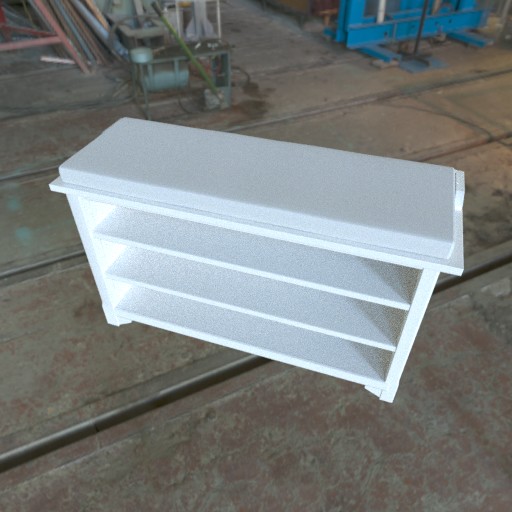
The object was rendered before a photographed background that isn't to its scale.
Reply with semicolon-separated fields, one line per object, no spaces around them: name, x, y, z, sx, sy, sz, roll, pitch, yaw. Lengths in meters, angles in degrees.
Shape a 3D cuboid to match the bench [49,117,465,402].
bench;0.000;0.000;1.284;0.987;0.589;0.346;12;43;14
